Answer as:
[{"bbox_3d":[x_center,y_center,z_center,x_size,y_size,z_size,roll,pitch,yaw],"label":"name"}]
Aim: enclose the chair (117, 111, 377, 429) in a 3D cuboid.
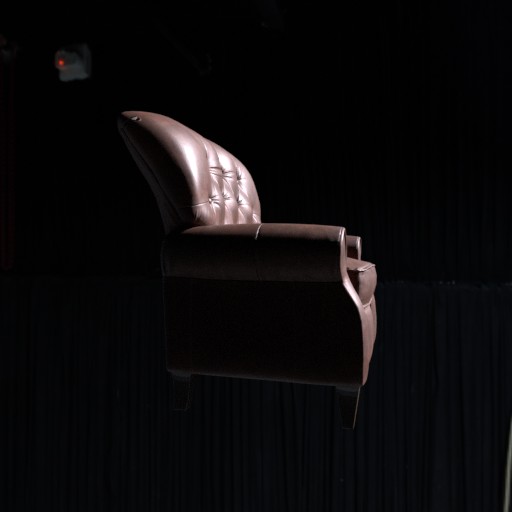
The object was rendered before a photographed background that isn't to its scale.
[{"bbox_3d":[0.000,0.000,1.967,1.031,1.162,0.979,0,0,17],"label":"chair"}]
